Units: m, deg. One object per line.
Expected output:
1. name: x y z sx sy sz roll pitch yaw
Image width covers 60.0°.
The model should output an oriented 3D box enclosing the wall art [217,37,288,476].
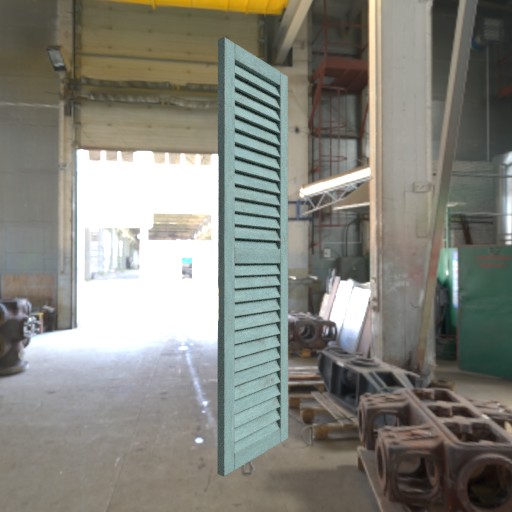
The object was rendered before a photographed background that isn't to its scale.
1. wall art: 0.000 0.000 1.367 0.025 1.219 0.329 -1 -1 37
